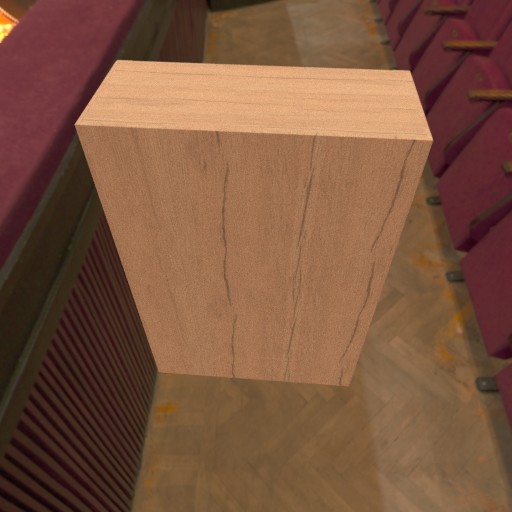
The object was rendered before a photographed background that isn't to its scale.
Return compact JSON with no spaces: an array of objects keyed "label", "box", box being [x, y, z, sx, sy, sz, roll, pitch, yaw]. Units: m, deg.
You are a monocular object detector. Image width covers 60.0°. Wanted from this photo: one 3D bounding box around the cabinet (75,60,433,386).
[{"label":"cabinet","box":[0.000,0.000,2.684,1.400,2.070,0.580,3,48,3]}]
